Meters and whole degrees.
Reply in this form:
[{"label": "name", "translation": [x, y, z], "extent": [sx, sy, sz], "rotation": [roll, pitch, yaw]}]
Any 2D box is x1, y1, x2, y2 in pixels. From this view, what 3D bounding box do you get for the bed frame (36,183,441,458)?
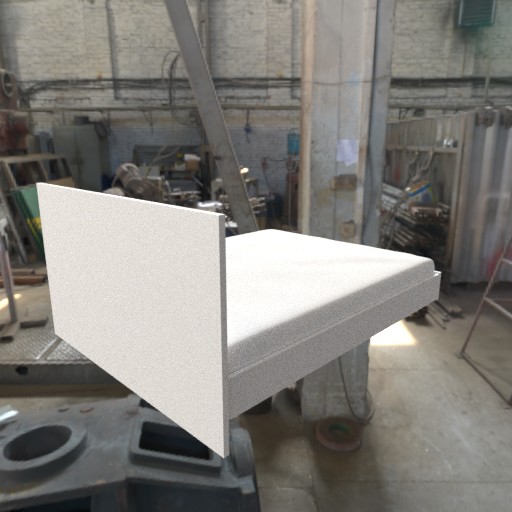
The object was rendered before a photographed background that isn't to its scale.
[{"label": "bed frame", "translation": [0.000, 0.000, 2.983], "extent": [1.711, 1.001, 2.100], "rotation": [14, 20, 43]}]
